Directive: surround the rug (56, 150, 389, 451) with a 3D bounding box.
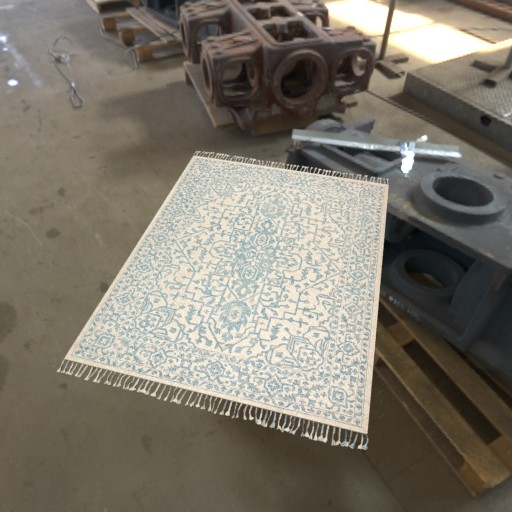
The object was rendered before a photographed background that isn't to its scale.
[{"bbox_3d":[0.000,0.000,4.417,2.464,0.010,3.327,11,47,10],"label":"rug"}]
